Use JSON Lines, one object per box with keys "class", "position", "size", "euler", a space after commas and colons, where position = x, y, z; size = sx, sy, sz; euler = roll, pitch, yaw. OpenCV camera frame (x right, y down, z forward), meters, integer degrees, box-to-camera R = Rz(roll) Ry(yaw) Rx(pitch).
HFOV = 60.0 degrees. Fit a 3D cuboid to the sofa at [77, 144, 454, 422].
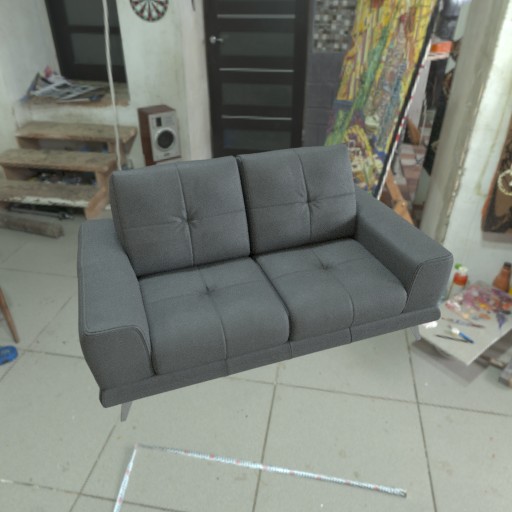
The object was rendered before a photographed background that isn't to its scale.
{"class": "sofa", "position": [0.000, 0.000, 2.379], "size": [1.806, 0.907, 1.018], "euler": [-11, 34, -16]}
